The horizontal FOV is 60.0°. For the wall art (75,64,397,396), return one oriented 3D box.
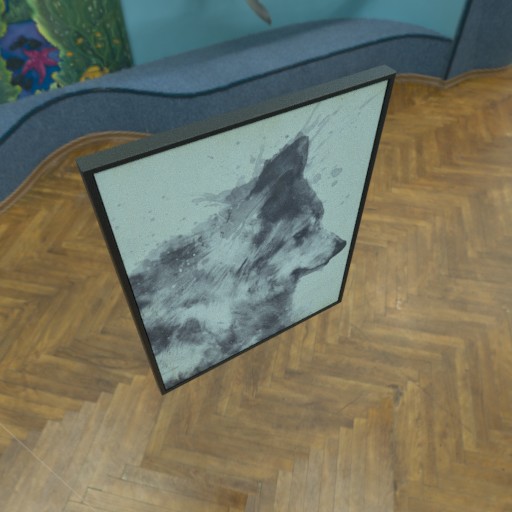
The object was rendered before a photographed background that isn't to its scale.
[{"bbox_3d":[0.000,0.000,0.764,0.451,0.551,0.028,-24,52,-20],"label":"wall art"}]
